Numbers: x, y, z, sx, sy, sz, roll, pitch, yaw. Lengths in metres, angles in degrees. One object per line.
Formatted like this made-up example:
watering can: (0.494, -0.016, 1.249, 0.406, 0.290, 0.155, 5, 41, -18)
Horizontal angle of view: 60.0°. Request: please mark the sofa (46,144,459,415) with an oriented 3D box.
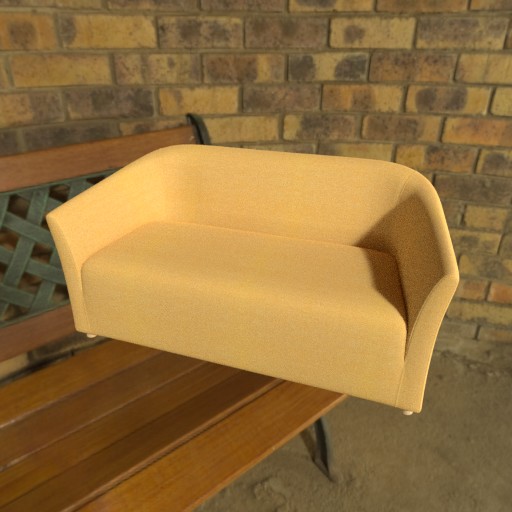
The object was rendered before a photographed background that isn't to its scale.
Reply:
sofa: (0.000, 0.000, 1.843, 1.452, 0.721, 0.705, 9, 28, 17)
